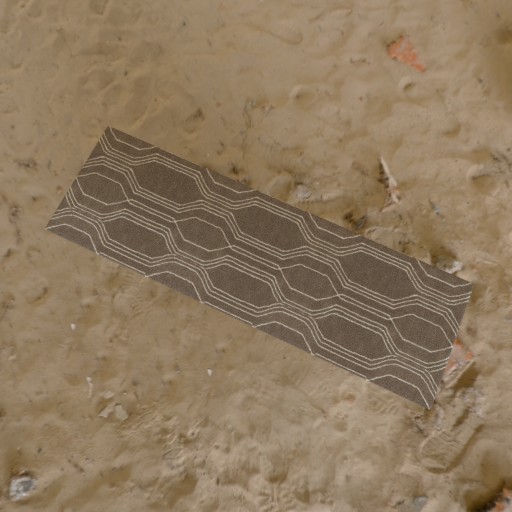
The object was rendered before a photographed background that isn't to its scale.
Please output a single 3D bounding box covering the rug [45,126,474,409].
[{"bbox_3d":[0.000,0.000,2.640,2.464,0.012,0.773,24,77,6],"label":"rug"}]
